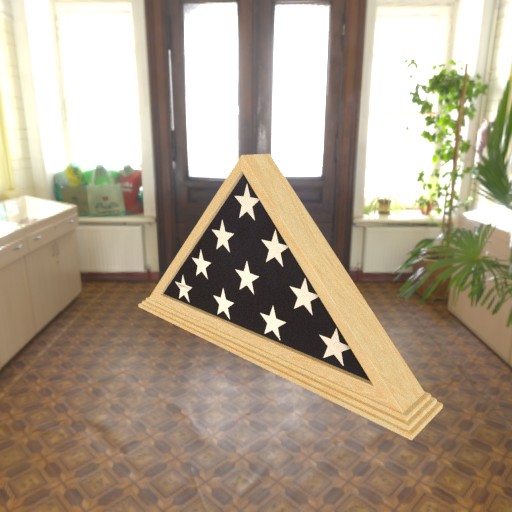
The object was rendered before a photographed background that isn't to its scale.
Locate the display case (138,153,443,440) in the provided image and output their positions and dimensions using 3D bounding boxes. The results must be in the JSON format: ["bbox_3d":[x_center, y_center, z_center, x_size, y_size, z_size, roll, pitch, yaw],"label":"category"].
[{"bbox_3d":[0.000,0.000,0.761,0.640,0.340,0.095,15,21,42],"label":"display case"}]
